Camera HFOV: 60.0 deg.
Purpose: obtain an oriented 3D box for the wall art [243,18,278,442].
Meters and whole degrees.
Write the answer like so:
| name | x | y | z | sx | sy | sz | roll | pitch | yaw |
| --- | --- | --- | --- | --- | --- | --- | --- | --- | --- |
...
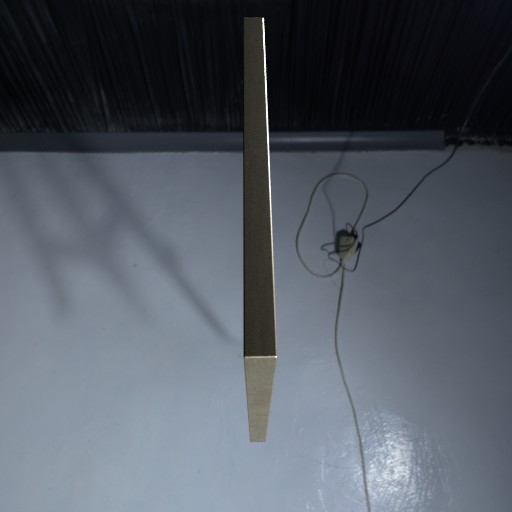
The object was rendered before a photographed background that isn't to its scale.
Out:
| name | x | y | z | sx | sy | sz | roll | pitch | yaw |
| --- | --- | --- | --- | --- | --- | --- | --- | --- | --- |
| wall art | 0.000 | 0.000 | 0.732 | 0.030 | 0.506 | 0.503 | -1 | 59 | 0 |
